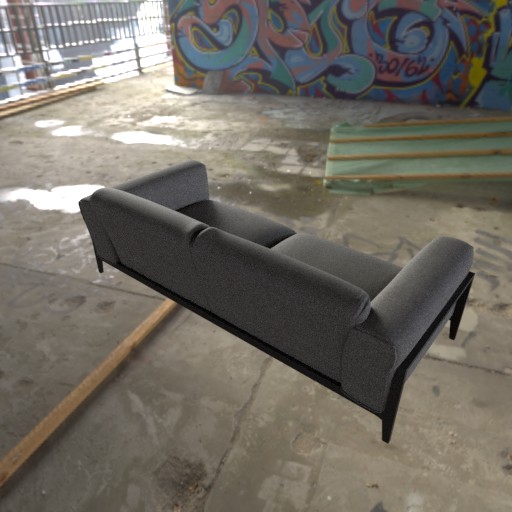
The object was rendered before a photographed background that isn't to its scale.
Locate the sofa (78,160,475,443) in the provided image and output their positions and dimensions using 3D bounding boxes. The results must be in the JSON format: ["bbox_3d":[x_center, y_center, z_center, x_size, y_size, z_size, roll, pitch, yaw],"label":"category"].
[{"bbox_3d":[0.000,0.000,2.563,2.125,0.703,0.985,23,38,33],"label":"sofa"}]
